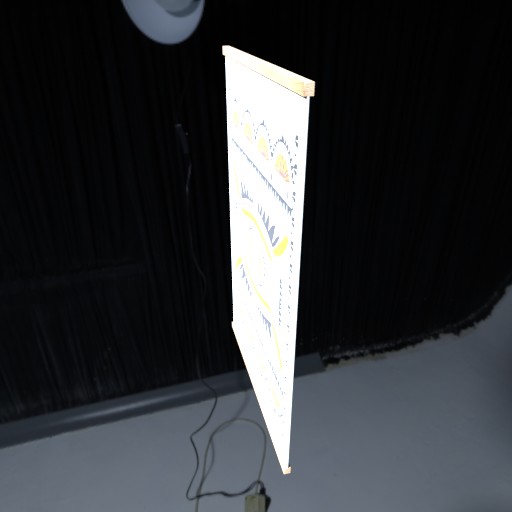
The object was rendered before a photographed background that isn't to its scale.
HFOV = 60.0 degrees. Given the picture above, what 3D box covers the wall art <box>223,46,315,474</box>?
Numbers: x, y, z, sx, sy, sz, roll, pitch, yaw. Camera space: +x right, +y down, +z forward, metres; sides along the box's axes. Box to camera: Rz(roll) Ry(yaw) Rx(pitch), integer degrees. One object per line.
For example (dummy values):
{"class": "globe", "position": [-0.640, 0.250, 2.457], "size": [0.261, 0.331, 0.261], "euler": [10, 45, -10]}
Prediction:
{"class": "wall art", "position": [0.000, 0.000, 1.877], "size": [0.028, 1.533, 0.999], "euler": [-8, 31, -13]}
